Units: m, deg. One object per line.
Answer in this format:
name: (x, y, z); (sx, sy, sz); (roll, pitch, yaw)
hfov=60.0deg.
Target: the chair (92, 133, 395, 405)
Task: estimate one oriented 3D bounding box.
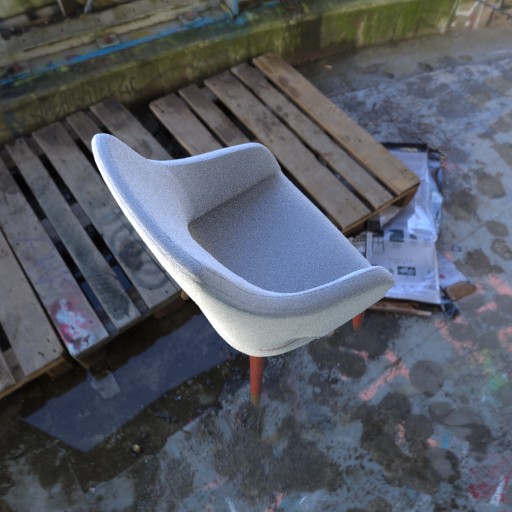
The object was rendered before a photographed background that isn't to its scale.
chair: (0.000, 0.000, 1.270); (0.600, 0.889, 0.609); (-30, 62, -18)
